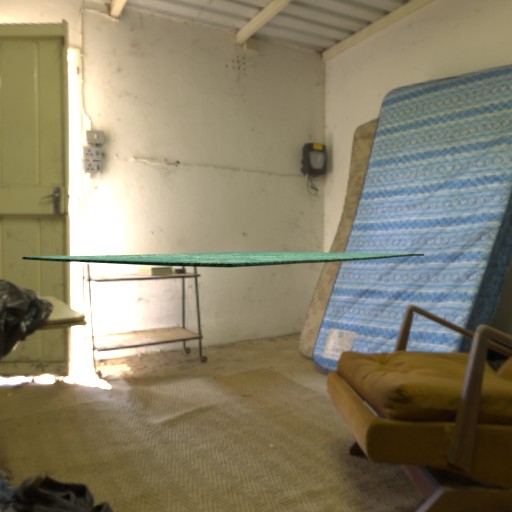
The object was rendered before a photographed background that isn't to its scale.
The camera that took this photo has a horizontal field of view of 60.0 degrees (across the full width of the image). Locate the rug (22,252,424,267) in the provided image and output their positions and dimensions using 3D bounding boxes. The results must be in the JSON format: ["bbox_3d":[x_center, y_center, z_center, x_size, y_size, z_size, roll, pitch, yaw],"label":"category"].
[{"bbox_3d":[0.000,0.000,2.181,1.136,0.017,1.728,1,2,37],"label":"rug"}]
